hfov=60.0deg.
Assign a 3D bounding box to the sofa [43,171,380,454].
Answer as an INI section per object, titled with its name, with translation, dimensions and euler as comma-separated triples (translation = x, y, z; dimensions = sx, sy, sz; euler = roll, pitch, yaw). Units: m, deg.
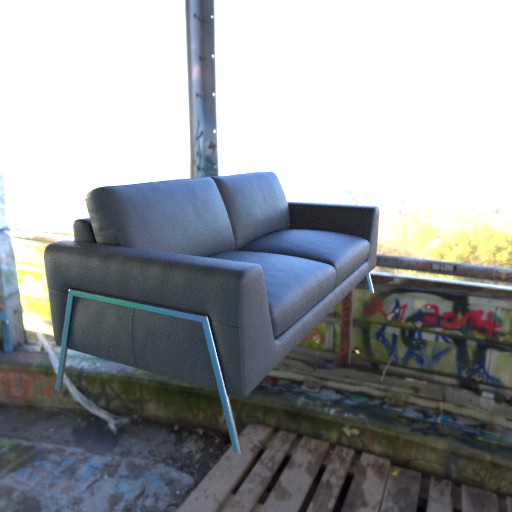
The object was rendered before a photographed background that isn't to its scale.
[sofa]
translation = 0.000, 0.000, 2.494
dimensions = 0.953, 0.875, 2.017
euler = 7, 15, 26
